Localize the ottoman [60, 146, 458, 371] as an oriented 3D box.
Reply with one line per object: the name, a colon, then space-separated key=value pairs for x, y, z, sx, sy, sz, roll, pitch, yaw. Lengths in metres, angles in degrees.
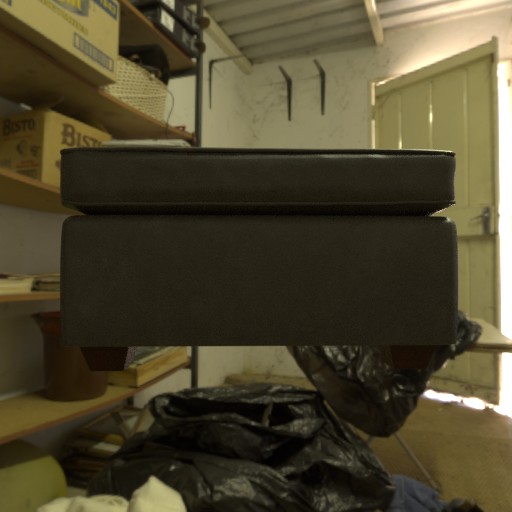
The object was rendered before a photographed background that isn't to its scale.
ottoman: x=0.000 y=0.000 z=1.074 sx=0.756 sy=0.445 sz=0.554 roll=0 pitch=-1 yaw=-2
